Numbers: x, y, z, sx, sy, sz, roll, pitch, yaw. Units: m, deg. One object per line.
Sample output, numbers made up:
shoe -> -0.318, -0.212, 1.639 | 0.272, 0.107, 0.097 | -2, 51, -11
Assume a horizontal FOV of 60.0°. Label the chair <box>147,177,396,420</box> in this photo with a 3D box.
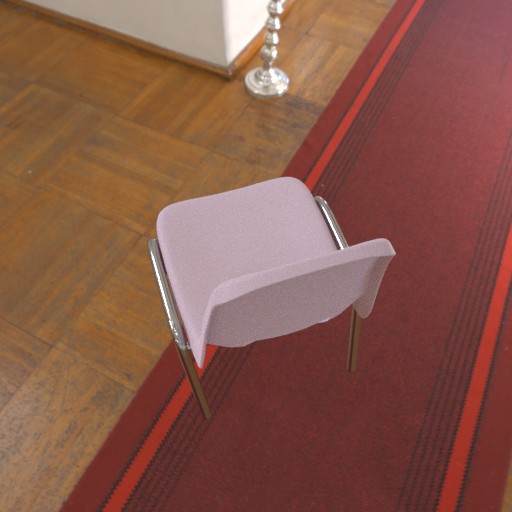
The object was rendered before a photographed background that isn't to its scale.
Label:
chair -> 0.000, 0.000, 0.760 | 0.354, 0.536, 0.385 | -15, 59, -9
